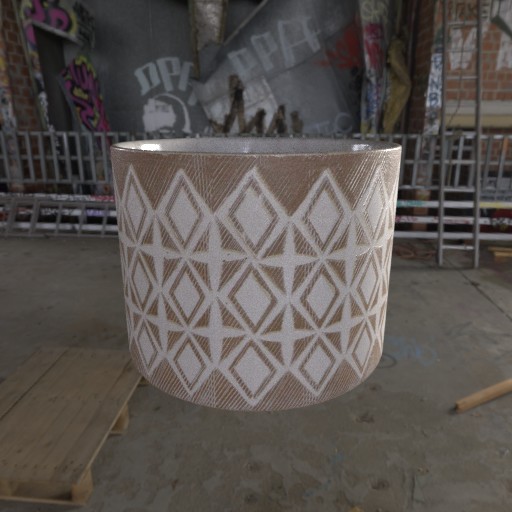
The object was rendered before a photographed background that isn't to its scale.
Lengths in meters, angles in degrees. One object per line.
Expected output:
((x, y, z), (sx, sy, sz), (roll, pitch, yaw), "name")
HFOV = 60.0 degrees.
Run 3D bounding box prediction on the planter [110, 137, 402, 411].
((0.000, 0.000, 0.332), (0.193, 0.165, 0.193), (0, 17, 0), "planter")
